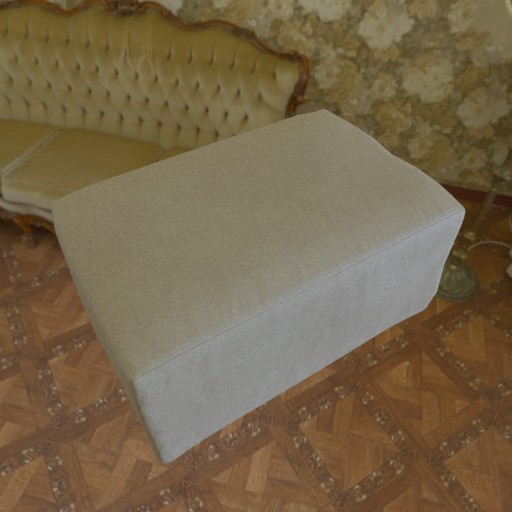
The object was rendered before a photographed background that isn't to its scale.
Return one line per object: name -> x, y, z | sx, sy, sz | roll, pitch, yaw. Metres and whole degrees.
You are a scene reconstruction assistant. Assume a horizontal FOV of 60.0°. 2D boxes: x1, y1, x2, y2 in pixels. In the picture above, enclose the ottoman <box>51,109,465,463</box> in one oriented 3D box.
ottoman -> 0.000, 0.000, 1.168 | 0.872, 0.444, 0.590 | -25, 52, -21
